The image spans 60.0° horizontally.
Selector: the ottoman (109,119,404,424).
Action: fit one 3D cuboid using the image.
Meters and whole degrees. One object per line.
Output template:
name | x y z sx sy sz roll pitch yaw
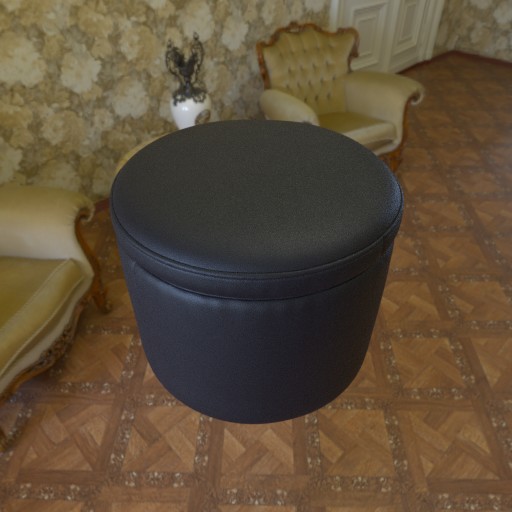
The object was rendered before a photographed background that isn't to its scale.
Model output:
ottoman | 0.000 0.000 0.876 0.501 0.409 0.501 0 40 0
